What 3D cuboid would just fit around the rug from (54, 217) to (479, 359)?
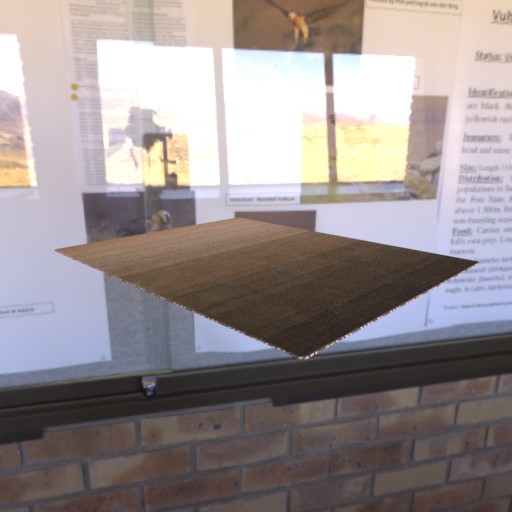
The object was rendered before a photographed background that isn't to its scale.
[{"bbox_3d":[0.000,0.000,3.826,2.902,0.017,2.305,15,21,43],"label":"rug"}]
